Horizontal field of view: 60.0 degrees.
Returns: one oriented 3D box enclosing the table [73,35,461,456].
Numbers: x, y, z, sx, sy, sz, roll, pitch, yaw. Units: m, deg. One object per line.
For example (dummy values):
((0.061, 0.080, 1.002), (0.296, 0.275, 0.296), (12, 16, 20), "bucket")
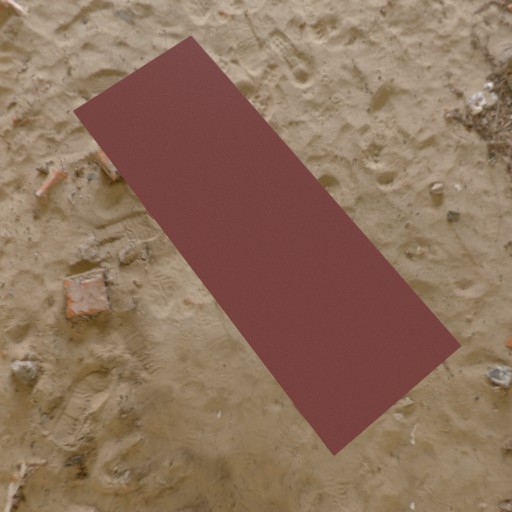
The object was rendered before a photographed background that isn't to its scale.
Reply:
((0.000, 0.000, 1.461), (0.397, 0.753, 1.068), (-37, 79, -9), "table")
